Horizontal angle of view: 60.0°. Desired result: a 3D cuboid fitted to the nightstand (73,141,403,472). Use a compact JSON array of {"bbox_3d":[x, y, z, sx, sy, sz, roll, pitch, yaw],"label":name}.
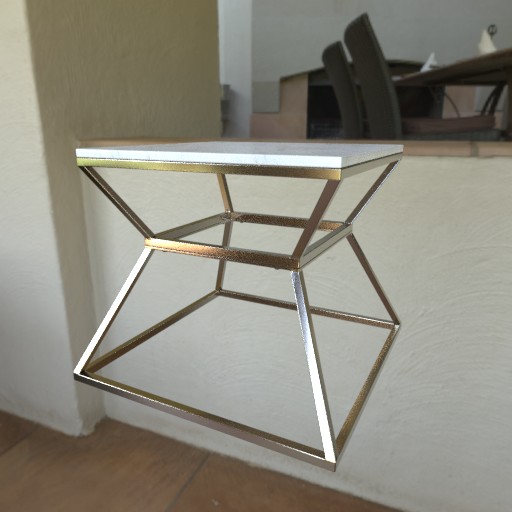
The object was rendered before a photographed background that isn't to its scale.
[{"bbox_3d":[0.000,0.000,0.889,0.513,0.426,0.514,8,18,26],"label":"nightstand"}]
